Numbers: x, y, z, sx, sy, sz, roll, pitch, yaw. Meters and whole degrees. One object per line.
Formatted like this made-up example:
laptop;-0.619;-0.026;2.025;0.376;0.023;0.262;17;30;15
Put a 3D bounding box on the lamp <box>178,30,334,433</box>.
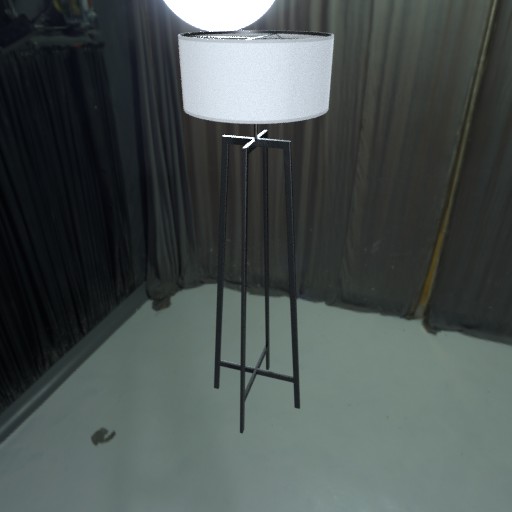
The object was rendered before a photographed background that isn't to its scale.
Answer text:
lamp;0.000;0.000;1.685;0.457;1.510;0.456;9;31;15
